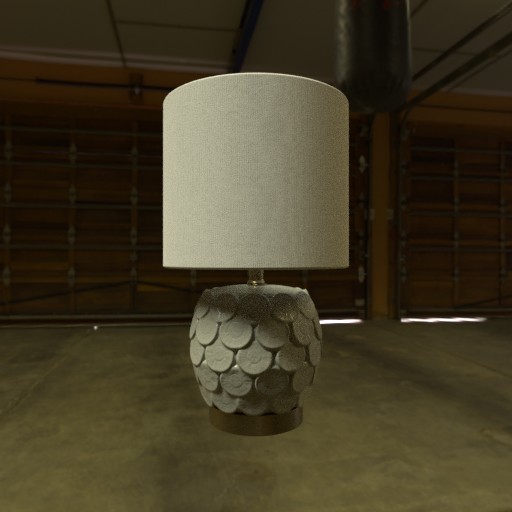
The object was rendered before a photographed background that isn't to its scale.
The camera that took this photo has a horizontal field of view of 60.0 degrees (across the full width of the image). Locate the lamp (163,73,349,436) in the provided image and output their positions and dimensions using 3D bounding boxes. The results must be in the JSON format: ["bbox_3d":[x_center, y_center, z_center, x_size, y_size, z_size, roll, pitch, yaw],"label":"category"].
[{"bbox_3d":[0.000,0.000,0.620,0.254,0.452,0.254,0,0,0],"label":"lamp"}]
